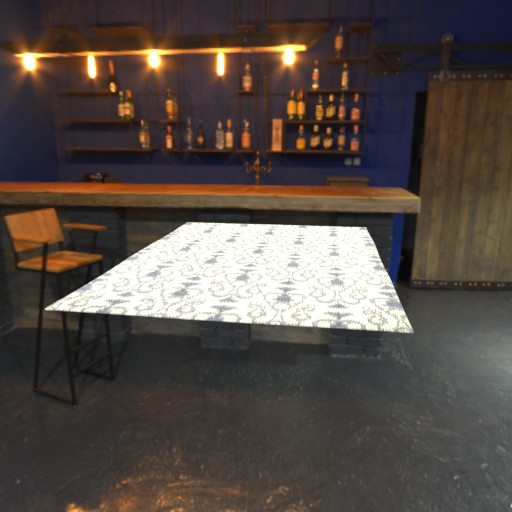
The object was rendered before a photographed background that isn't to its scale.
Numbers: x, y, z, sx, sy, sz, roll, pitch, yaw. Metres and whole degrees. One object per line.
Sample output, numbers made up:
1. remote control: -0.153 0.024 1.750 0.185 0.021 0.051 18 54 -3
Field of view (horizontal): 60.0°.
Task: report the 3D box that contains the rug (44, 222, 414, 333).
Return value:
1. rug: 0.000 0.000 3.035 1.676 0.013 2.261 2 15 8
